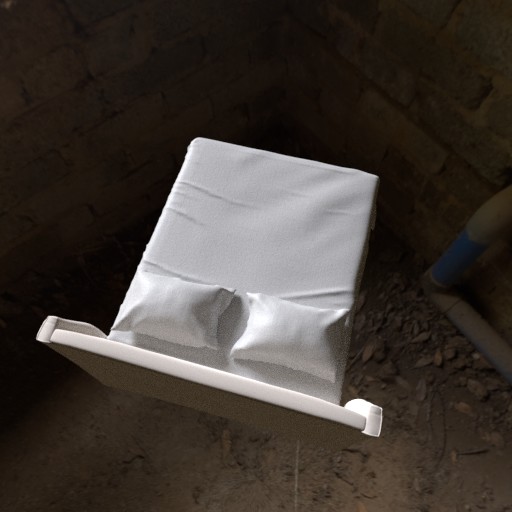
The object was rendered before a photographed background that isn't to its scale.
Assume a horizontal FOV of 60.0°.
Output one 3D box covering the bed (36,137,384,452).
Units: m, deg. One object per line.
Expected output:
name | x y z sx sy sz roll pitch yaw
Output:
bed | 0.000 0.000 3.374 1.925 1.332 2.276 14 64 7
